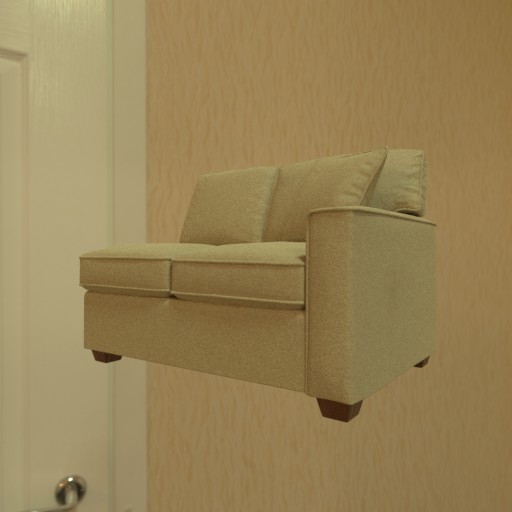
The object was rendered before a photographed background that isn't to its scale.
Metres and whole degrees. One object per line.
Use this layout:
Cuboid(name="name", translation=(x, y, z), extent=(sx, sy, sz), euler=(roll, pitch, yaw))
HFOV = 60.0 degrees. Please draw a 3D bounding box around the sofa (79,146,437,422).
Cuboid(name="sofa", translation=(0.000, 0.000, 2.056), extent=(1.388, 0.989, 0.991), euler=(0, 1, 36))
